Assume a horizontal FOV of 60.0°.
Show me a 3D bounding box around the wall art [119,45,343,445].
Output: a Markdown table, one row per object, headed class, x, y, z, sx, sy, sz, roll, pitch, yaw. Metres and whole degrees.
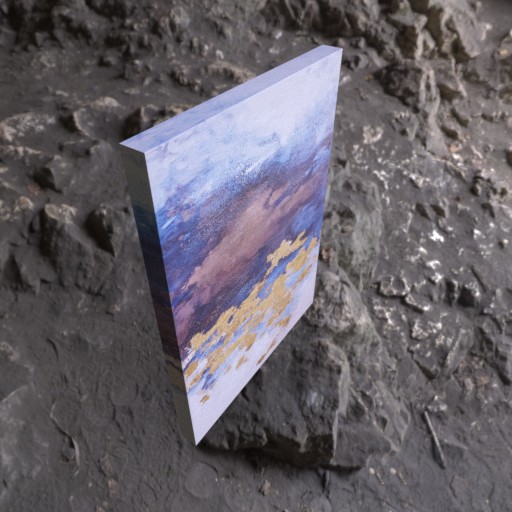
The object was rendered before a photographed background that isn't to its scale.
| class | x | y | z | sx | sy | sz | roll | pitch | yaw |
| --- | --- | --- | --- | --- | --- | --- | --- | --- | --- |
| wall art | 0.000 | 0.000 | 0.763 | 0.036 | 0.581 | 0.437 | 24 | 45 | 26 |
